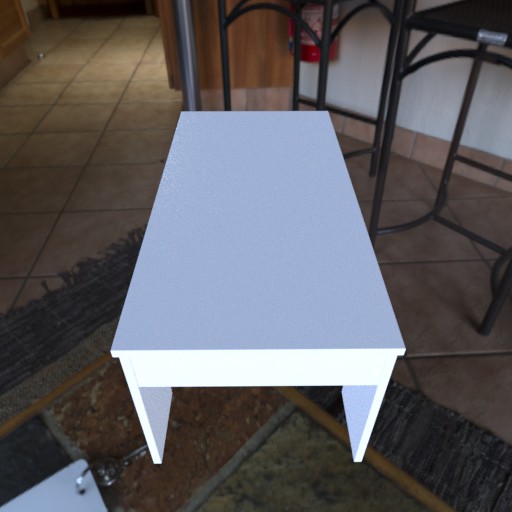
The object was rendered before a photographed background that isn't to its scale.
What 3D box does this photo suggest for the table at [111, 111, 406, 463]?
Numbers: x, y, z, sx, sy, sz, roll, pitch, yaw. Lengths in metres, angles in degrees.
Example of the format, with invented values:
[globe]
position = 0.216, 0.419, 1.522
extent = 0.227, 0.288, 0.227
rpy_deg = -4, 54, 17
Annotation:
[table]
position = 0.000, 0.000, 1.271
extent = 0.500, 0.440, 1.000
rpy_deg = 0, 41, 0
